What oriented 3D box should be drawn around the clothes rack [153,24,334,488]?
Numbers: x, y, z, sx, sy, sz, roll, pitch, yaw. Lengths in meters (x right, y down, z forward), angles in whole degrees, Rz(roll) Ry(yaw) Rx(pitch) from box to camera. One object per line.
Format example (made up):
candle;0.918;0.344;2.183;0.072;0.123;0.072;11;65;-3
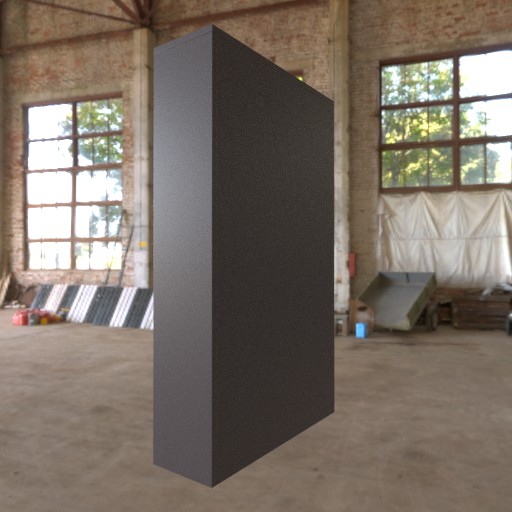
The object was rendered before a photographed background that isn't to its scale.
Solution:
clothes rack;0.000;0.000;1.597;0.250;1.280;0.750;0;0;36
